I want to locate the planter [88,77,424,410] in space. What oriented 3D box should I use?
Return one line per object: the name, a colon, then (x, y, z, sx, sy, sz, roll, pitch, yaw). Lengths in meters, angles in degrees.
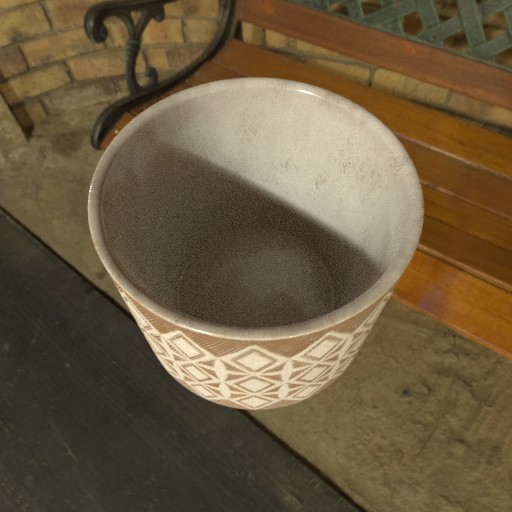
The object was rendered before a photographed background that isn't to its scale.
planter: (0.000, 0.000, 0.328, 0.193, 0.165, 0.193, 0, 58, 0)
